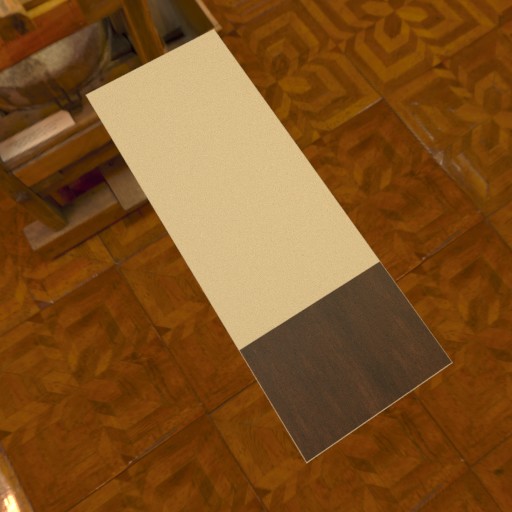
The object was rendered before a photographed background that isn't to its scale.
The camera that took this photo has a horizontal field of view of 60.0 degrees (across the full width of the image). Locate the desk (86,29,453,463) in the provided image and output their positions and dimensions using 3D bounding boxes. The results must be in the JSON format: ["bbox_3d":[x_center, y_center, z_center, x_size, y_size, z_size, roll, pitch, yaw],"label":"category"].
[{"bbox_3d":[0.000,0.000,1.466,0.409,0.761,1.069,-31,77,-8],"label":"desk"}]
